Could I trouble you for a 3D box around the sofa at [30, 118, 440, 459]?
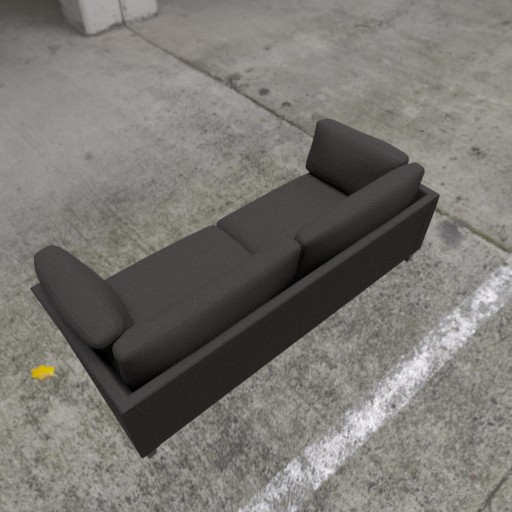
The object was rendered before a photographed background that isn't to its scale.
[{"bbox_3d":[0.000,0.000,2.700,2.312,0.792,0.969,-31,53,-27],"label":"sofa"}]
